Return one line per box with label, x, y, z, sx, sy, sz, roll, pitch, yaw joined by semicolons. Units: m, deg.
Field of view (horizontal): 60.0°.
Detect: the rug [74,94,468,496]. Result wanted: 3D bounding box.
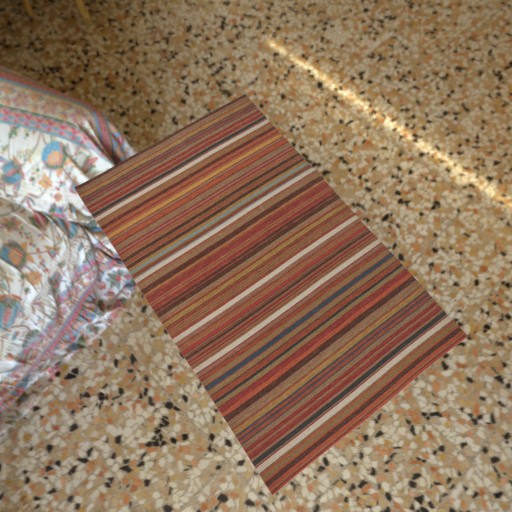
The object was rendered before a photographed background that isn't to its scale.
rug;0.000;0.000;2.996;1.523;0.008;2.438;-33;70;-14
